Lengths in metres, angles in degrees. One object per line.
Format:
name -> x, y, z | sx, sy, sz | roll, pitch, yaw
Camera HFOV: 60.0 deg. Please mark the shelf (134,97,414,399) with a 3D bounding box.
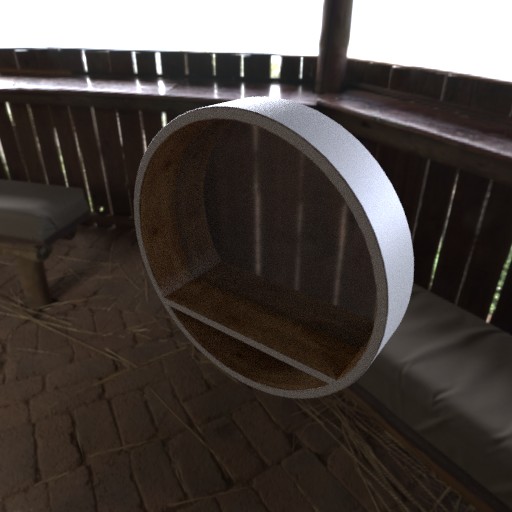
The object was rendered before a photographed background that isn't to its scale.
shelf -> 0.000, 0.000, 1.211 | 0.806, 0.807, 0.158 | 20, 35, 31
